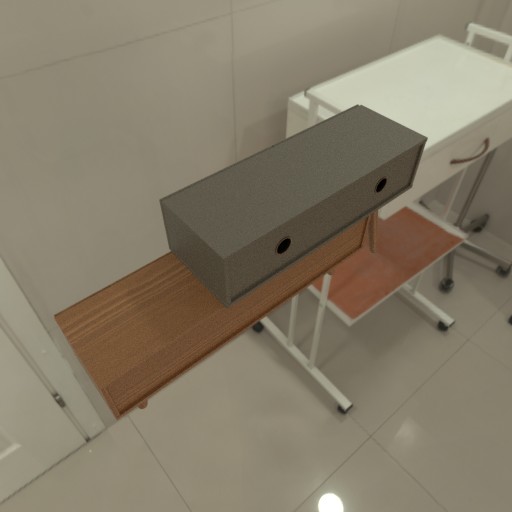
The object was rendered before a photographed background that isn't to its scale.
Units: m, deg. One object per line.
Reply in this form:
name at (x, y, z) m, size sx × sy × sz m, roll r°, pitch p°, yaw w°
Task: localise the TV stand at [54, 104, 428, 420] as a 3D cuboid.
TV stand at (0.000, 0.000, 1.595) m, size 1.336 × 0.591 × 0.329 m, roll -32°, pitch 54°, yaw -26°
